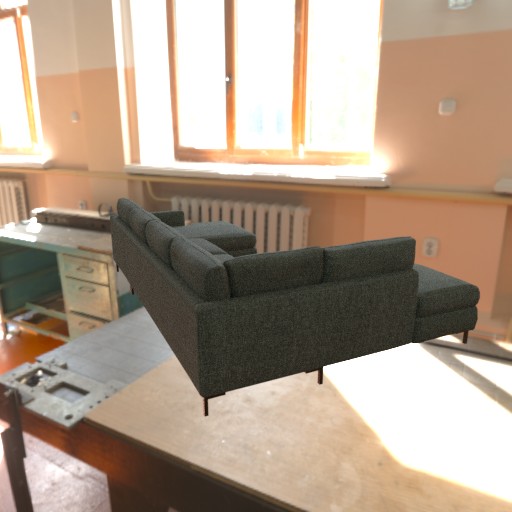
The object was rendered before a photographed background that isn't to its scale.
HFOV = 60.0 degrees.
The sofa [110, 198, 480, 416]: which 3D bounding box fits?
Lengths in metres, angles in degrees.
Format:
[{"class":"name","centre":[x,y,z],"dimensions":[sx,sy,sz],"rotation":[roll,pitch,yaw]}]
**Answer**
[{"class":"sofa","centre":[0.000,0.000,3.587],"dimensions":[1.879,0.756,2.737],"rotation":[-7,17,-25]}]
